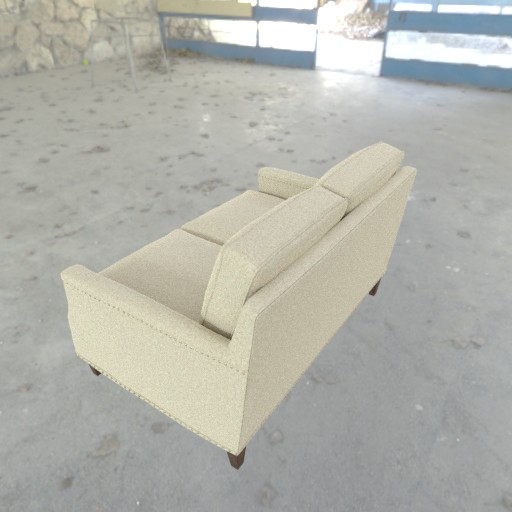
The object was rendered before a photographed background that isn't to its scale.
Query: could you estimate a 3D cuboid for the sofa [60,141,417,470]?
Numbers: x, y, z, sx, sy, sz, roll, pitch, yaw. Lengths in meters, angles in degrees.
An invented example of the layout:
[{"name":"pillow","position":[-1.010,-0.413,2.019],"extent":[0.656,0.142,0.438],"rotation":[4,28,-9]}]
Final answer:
[{"name":"sofa","position":[0.000,0.000,2.274],"extent":[1.084,1.003,1.597],"rotation":[20,37,29]}]
